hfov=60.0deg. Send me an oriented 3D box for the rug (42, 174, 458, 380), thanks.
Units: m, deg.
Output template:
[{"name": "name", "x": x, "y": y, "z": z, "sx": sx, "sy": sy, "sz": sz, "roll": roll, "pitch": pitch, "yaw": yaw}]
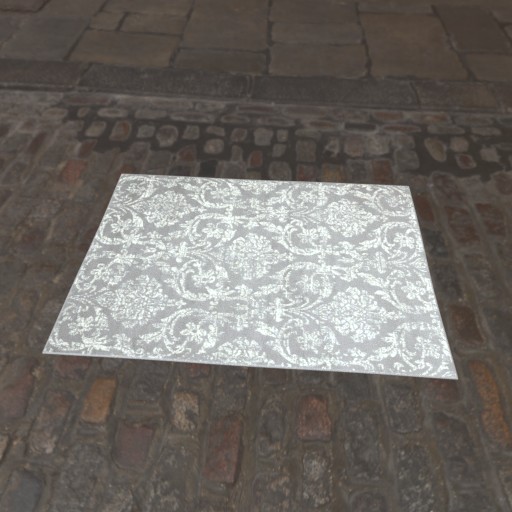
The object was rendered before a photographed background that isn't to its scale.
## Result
[{"name": "rug", "x": 0.000, "y": 0.000, "z": 2.869, "sx": 2.206, "sy": 0.014, "sz": 1.578, "roll": 3, "pitch": 48, "yaw": 3}]
